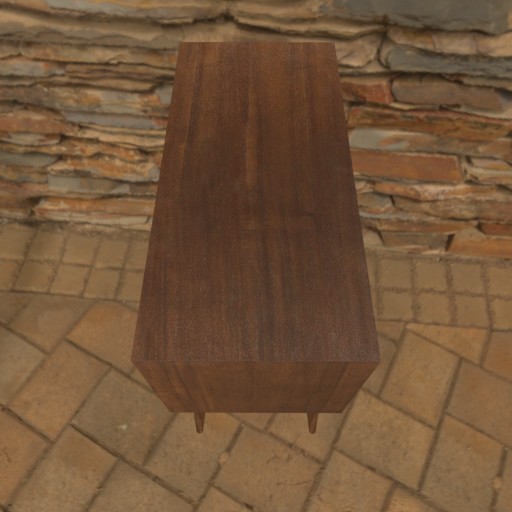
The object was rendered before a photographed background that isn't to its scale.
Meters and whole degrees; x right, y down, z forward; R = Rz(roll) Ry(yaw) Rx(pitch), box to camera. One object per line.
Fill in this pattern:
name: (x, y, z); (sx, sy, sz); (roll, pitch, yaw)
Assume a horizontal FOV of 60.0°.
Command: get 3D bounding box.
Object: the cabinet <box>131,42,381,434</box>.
cabinet: (0.000, 0.000, 1.096); (0.354, 0.654, 0.743); (0, 59, 0)
